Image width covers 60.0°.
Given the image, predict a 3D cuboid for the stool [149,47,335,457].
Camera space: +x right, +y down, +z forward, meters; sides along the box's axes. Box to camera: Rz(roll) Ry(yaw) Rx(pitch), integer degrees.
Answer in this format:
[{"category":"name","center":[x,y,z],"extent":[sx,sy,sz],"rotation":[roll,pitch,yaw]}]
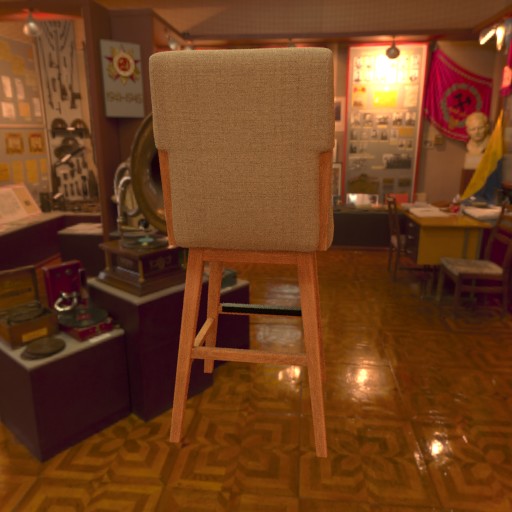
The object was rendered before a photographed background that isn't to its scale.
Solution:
[{"category":"stool","center":[0.000,0.000,1.386],"extent":[0.483,1.106,0.569],"rotation":[2,15,8]}]
